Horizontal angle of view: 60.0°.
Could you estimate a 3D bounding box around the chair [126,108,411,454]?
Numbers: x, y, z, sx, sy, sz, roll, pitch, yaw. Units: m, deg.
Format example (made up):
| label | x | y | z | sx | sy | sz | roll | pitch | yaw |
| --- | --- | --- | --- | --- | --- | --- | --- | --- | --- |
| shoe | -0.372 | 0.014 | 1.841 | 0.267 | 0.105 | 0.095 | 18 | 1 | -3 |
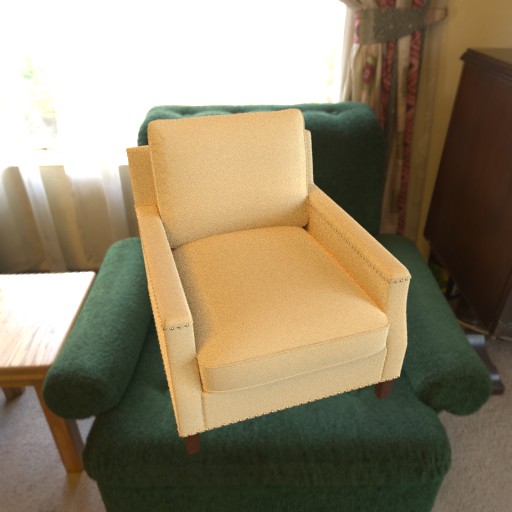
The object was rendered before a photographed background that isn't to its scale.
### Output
| label | x | y | z | sx | sy | sz | roll | pitch | yaw |
| --- | --- | --- | --- | --- | --- | --- | --- | --- | --- |
| chair | 0.000 | 0.000 | 1.775 | 0.853 | 0.943 | 1.014 | -10 | 34 | -15 |
